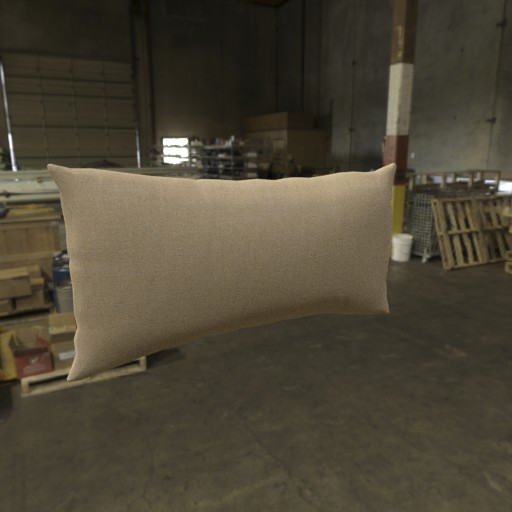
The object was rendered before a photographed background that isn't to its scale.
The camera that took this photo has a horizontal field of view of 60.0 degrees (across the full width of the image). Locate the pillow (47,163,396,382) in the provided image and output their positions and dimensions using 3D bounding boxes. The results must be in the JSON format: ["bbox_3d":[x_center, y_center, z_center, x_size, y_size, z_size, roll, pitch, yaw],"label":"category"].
[{"bbox_3d":[0.000,0.000,0.740,0.612,0.308,0.148,-7,15,-27],"label":"pillow"}]
